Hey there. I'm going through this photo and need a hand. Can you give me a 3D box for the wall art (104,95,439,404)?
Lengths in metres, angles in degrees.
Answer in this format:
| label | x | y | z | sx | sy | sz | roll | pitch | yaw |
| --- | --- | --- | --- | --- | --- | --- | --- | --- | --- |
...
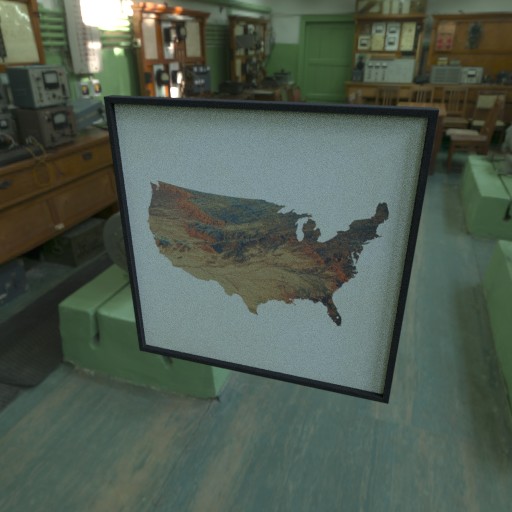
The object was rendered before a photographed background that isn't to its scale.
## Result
| label | x | y | z | sx | sy | sz | roll | pitch | yaw |
| --- | --- | --- | --- | --- | --- | --- | --- | --- | --- |
| wall art | 0.000 | 0.000 | 1.150 | 0.762 | 0.762 | 0.038 | 8 | 27 | 16 |
